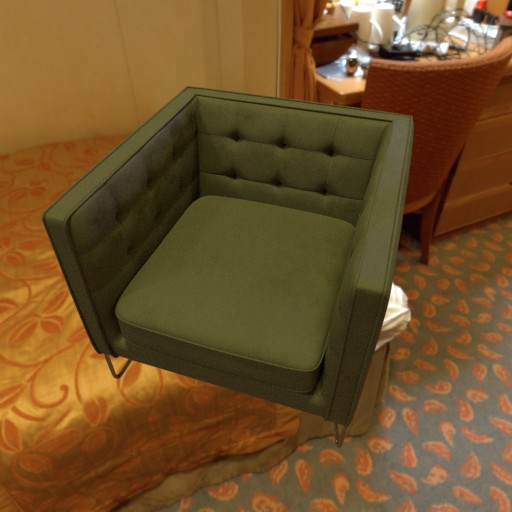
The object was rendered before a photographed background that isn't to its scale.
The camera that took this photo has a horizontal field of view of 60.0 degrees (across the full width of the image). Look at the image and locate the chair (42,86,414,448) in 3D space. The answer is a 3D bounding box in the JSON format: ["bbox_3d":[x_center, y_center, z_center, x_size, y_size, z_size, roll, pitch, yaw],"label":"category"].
[{"bbox_3d":[0.000,0.000,1.556,0.880,0.790,0.894,12,44,13],"label":"chair"}]
